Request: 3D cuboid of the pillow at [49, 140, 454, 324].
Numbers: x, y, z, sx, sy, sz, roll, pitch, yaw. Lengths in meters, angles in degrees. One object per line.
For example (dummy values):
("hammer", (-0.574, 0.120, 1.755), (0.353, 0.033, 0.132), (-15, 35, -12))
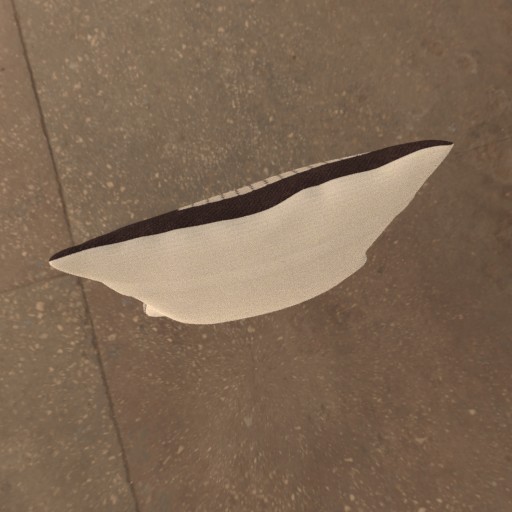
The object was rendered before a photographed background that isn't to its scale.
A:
("pillow", (0.000, 0.000, 0.710), (0.475, 0.473, 0.178), (-16, 76, -4))
